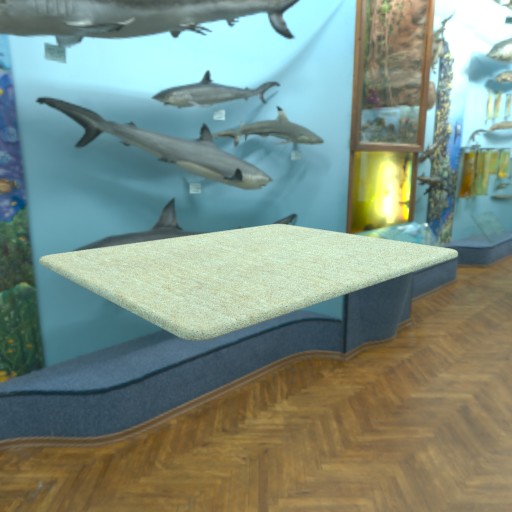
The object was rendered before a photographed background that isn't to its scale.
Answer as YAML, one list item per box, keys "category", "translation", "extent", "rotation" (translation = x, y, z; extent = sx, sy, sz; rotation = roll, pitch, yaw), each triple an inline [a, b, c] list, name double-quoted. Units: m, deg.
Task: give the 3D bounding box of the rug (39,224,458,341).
- category: "rug"
  translation: [0.000, 0.000, 3.345]
  extent: [2.528, 0.048, 2.009]
  rotation: [-11, 17, -41]
